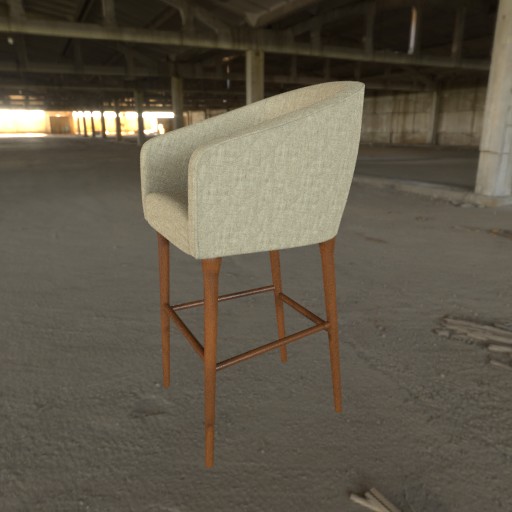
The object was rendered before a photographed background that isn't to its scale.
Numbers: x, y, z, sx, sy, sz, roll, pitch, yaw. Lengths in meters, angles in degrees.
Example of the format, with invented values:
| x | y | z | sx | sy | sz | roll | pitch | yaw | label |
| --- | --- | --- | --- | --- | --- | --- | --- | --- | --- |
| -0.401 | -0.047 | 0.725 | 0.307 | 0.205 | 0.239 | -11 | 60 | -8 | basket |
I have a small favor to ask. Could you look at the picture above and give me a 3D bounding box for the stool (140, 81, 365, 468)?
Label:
| x | y | z | sx | sy | sz | roll | pitch | yaw | label |
| --- | --- | --- | --- | --- | --- | --- | --- | --- | --- |
| 0.000 | 0.000 | 1.441 | 0.607 | 1.078 | 0.559 | -8 | 18 | -25 | stool |
